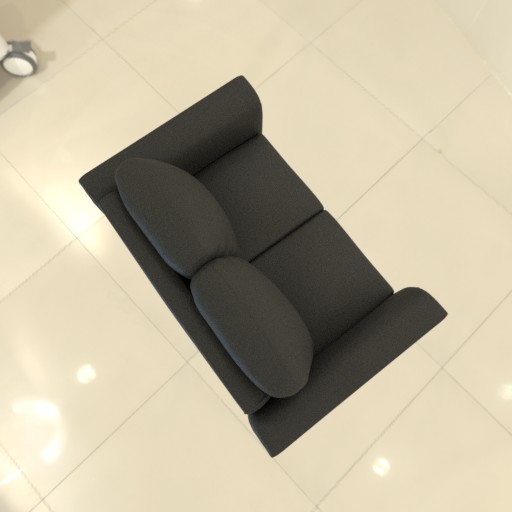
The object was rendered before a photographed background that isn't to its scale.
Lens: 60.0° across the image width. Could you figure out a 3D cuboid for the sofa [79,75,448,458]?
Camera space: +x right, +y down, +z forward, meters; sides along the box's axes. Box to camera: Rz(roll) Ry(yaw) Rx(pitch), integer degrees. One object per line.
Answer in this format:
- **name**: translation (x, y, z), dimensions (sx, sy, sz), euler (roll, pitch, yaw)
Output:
- **sofa**: translation (0.000, 0.000, 2.008), dimensions (0.887, 0.845, 1.386), euler (-36, 78, -9)
